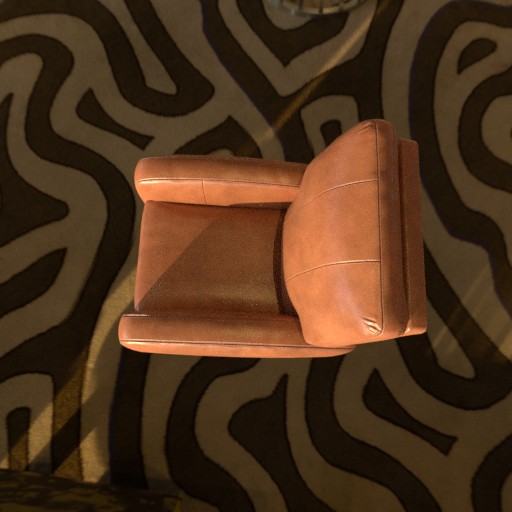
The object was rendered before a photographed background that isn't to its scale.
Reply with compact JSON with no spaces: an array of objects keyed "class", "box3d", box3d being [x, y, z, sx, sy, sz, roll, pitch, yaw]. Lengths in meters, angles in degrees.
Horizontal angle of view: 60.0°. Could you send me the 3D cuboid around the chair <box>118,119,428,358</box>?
[{"class":"chair","box3d":[0.000,0.000,1.707,0.990,0.990,0.762,2,77,0]}]
